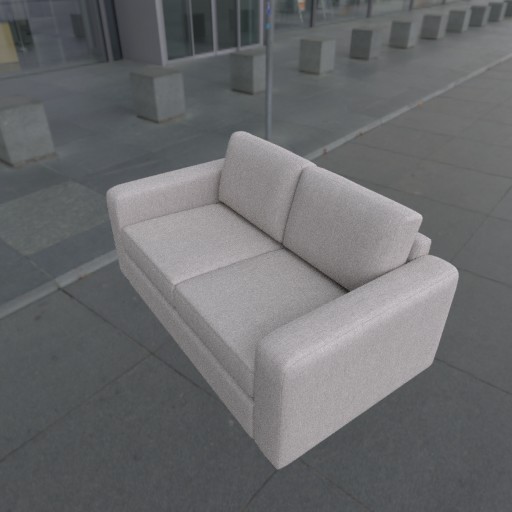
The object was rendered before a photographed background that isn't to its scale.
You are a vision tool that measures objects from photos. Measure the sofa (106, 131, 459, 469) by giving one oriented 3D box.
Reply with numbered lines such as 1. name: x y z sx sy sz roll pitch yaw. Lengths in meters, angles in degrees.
1. sofa: 0.000 0.000 2.108 0.900 0.800 1.540 -21 39 -29
